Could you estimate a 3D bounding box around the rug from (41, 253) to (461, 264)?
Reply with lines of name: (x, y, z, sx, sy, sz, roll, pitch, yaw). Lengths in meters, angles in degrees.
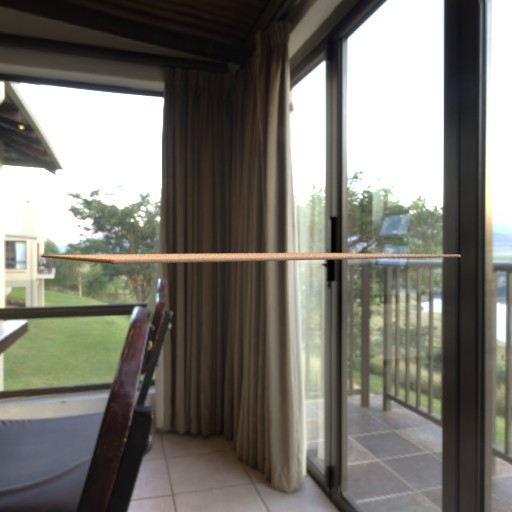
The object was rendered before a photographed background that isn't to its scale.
rug: (0.000, 0.000, 2.090, 1.676, 0.013, 1.067, -1, 1, -35)
